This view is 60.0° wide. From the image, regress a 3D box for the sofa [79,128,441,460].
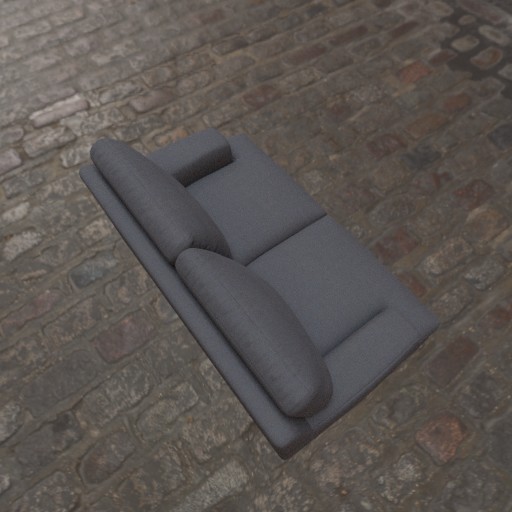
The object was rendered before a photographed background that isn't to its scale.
[{"bbox_3d":[0.000,0.000,2.511,1.143,0.940,1.880,-33,64,-18],"label":"sofa"}]
